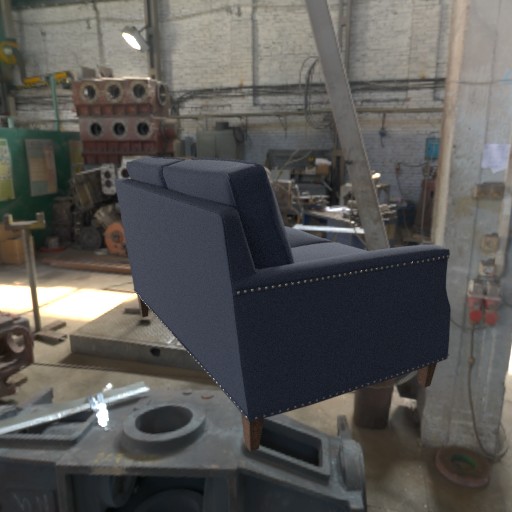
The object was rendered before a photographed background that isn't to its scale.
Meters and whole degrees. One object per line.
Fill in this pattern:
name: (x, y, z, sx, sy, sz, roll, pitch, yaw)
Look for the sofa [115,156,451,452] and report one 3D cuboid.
sofa: (0.000, 0.000, 2.271, 1.084, 1.003, 1.597, -8, 16, -28)
